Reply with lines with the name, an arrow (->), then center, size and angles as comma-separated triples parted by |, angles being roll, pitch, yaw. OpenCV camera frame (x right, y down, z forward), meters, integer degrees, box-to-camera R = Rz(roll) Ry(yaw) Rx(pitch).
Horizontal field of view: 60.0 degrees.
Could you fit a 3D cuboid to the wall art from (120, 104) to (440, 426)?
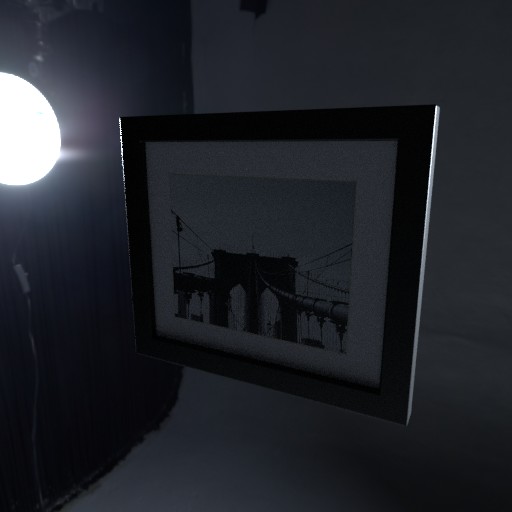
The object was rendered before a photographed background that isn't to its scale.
wall art -> 0.000, 0.000, 0.535 | 0.380, 0.330, 0.028 | 7, 16, 27
